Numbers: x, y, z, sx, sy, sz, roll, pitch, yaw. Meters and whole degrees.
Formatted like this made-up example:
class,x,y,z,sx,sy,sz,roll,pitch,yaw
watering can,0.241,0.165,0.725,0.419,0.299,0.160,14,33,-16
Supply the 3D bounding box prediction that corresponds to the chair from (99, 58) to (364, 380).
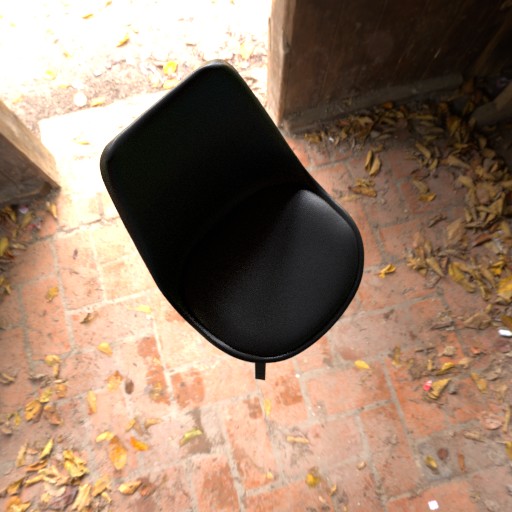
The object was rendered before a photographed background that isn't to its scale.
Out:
class,x,y,z,sx,sy,sz,roll,pitch,yaw
chair,0.000,0.000,1.157,0.485,0.850,0.530,-44,80,-10
